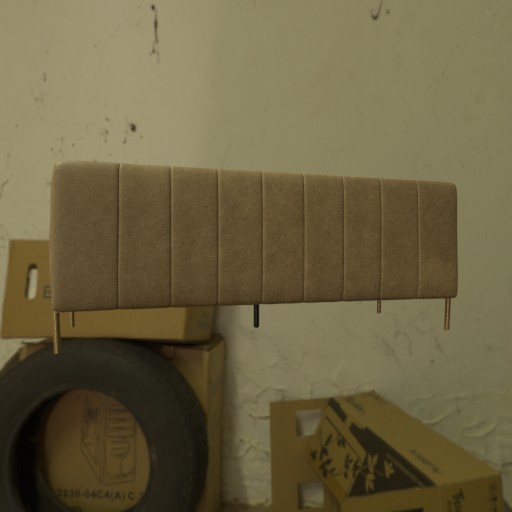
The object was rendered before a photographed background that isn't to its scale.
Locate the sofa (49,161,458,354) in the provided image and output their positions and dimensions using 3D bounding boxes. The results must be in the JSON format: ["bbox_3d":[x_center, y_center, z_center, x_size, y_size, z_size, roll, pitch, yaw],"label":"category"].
[{"bbox_3d":[0.000,0.000,2.401,1.980,0.779,0.876,0,0,-17],"label":"sofa"}]
